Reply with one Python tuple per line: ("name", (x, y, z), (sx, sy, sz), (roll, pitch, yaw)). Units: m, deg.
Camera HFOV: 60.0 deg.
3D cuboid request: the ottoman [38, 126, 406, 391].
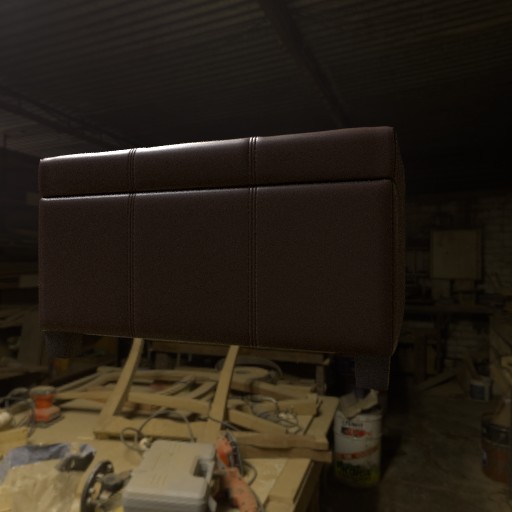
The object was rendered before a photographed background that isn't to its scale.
("ottoman", (0.000, 0.000, 1.235), (0.788, 0.460, 0.787), (0, 0, 20))
